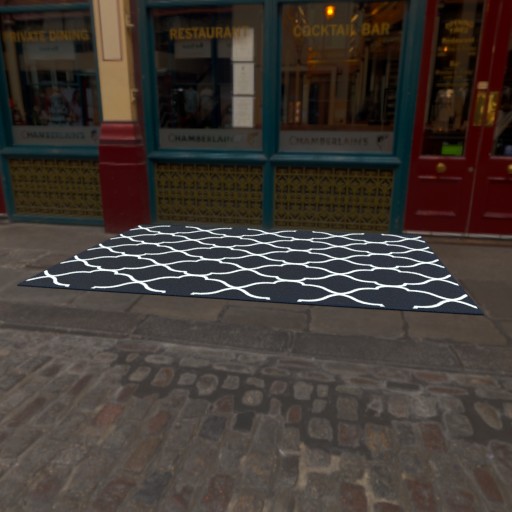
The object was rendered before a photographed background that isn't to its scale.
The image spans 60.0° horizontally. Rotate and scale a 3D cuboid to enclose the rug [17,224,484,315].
[{"bbox_3d":[0.000,0.000,2.845,2.294,0.014,1.528,3,16,9],"label":"rug"}]
